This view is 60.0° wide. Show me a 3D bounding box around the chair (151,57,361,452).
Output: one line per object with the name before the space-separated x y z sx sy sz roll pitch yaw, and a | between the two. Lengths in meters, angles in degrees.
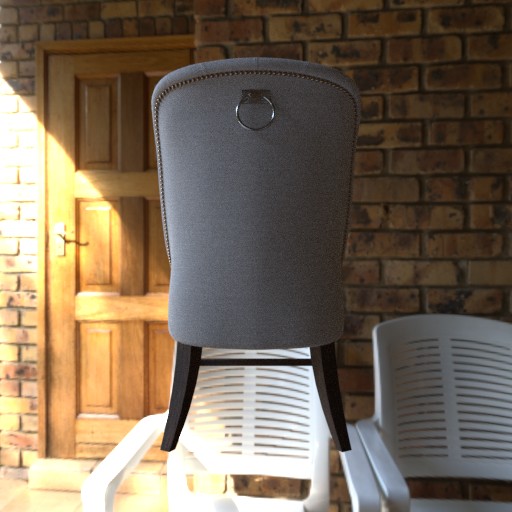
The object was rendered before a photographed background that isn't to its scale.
chair | 0.000 0.000 1.501 0.634 1.091 0.629 0 1 0
